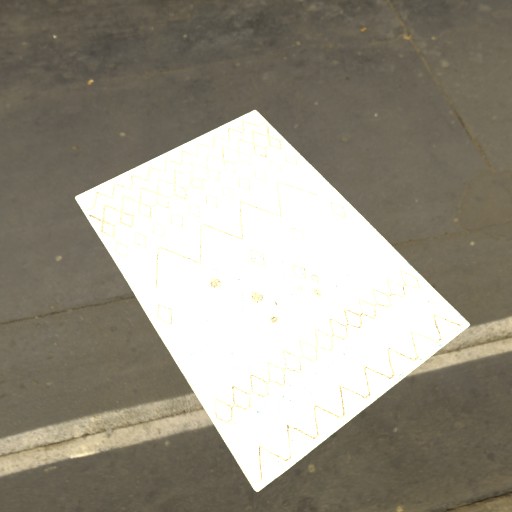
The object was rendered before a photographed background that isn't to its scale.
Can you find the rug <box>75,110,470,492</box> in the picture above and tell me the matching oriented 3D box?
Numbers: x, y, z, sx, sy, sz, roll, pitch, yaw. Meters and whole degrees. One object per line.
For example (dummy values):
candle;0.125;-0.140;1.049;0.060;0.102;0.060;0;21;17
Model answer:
rug;0.000;0.000;2.337;1.260;0.009;1.820;-31;64;-17
